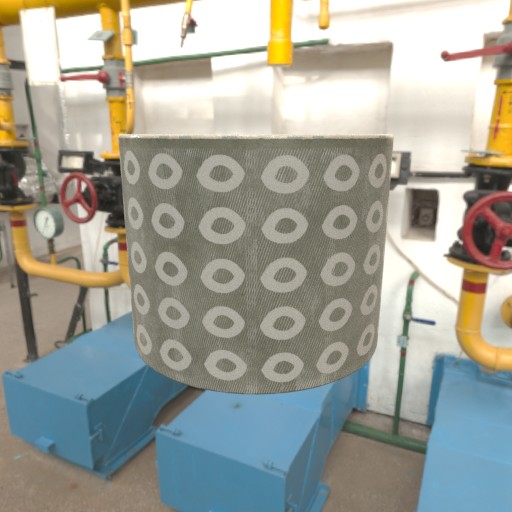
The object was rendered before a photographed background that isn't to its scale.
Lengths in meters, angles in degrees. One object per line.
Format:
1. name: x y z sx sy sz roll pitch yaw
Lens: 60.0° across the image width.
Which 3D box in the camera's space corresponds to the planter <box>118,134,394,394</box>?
1. planter: 0.000 0.000 0.342 0.190 0.181 0.190 0 15 0
